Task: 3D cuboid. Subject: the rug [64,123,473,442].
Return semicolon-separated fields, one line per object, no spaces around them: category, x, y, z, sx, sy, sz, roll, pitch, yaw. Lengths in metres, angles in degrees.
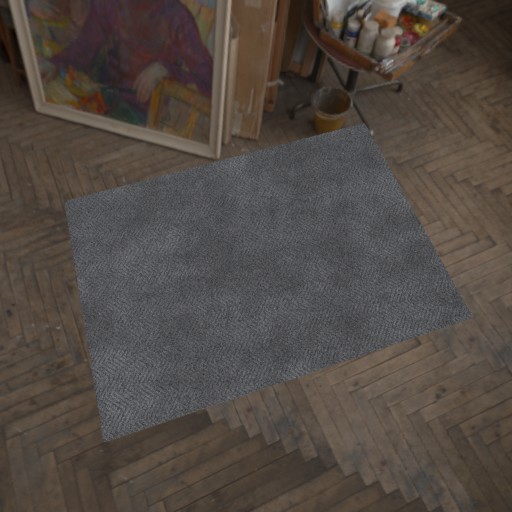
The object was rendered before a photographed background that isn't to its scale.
rug;0.000;0.000;2.849;2.235;0.008;1.600;-16;65;-8
